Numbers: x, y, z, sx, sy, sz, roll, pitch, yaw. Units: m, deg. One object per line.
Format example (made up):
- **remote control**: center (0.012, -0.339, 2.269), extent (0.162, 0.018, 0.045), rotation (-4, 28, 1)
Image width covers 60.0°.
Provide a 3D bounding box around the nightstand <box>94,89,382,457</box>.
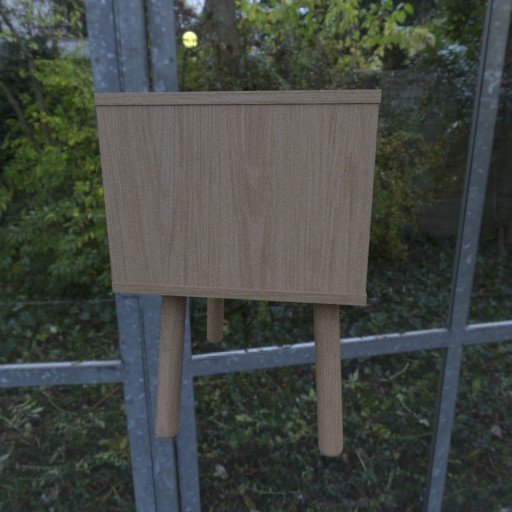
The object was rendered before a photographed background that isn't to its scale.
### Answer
- **nightstand**: center (0.000, 0.000, 0.869), extent (0.380, 0.571, 0.450), rotation (2, 16, 8)
